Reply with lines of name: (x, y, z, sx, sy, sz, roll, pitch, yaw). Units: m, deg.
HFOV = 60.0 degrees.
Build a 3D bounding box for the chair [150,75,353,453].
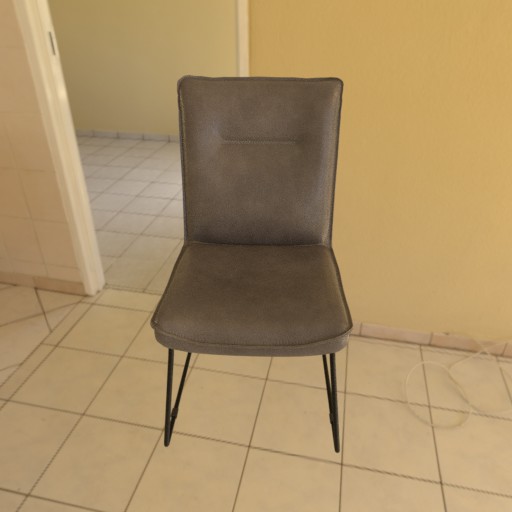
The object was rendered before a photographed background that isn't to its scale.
chair: (0.000, 0.000, 1.340, 0.515, 0.932, 0.688, 1, 31, 2)
